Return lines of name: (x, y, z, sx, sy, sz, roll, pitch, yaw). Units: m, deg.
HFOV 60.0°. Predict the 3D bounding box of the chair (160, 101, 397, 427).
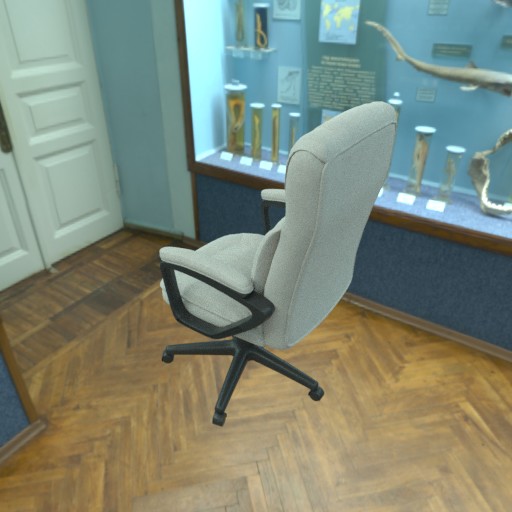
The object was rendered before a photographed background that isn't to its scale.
chair: (0.000, 0.000, 1.588, 0.724, 1.105, 0.667, 20, 37, 29)
